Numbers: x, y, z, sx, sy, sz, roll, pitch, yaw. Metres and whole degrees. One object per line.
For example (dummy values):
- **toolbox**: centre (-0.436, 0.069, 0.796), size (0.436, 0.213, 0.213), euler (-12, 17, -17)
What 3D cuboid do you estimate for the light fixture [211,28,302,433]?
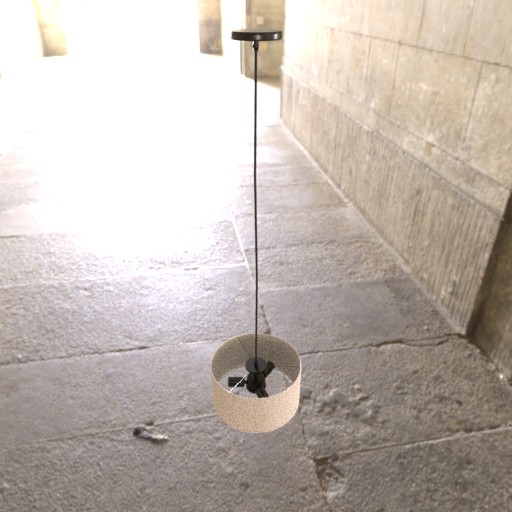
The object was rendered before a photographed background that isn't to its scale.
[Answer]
- **light fixture**: centre (0.000, 0.000, 1.667), size (0.399, 1.516, 0.399), euler (0, 31, 0)
